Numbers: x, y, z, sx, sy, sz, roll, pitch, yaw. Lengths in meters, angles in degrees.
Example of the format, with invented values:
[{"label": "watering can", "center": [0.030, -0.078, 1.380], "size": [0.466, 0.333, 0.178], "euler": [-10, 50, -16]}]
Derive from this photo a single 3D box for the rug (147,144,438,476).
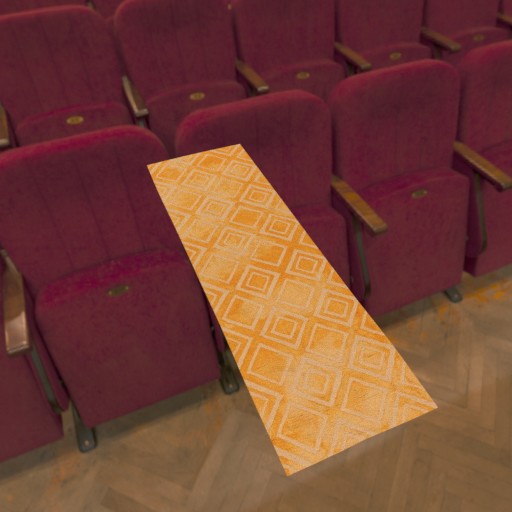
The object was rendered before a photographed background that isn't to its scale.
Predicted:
[{"label": "rug", "center": [0.000, 0.000, 2.705], "size": [0.775, 0.010, 2.438], "euler": [-17, 48, -16]}]
